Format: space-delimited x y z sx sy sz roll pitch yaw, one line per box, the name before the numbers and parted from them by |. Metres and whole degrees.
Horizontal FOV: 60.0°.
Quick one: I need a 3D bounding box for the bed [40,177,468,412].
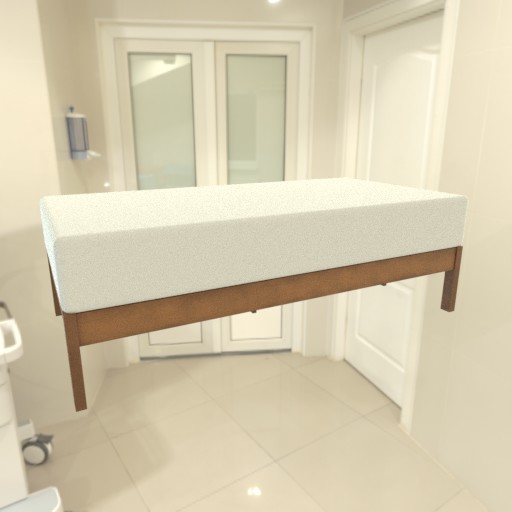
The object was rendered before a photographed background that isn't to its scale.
bed | 0.000 0.000 2.269 1.902 0.616 0.961 -8 18 -26
